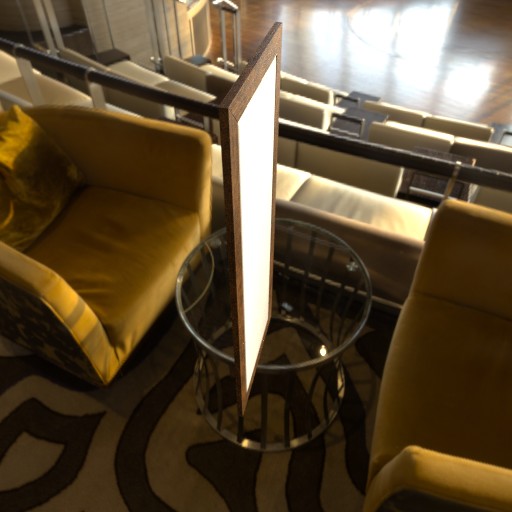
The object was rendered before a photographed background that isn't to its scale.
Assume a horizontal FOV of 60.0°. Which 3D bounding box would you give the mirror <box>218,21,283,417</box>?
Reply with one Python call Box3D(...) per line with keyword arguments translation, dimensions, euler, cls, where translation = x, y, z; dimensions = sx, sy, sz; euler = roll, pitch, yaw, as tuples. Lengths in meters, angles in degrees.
Box3D(translation=(0.000, 0.000, 2.326), dimensions=(0.032, 2.031, 0.812), euler=(10, 46, 10), cls="mirror")
